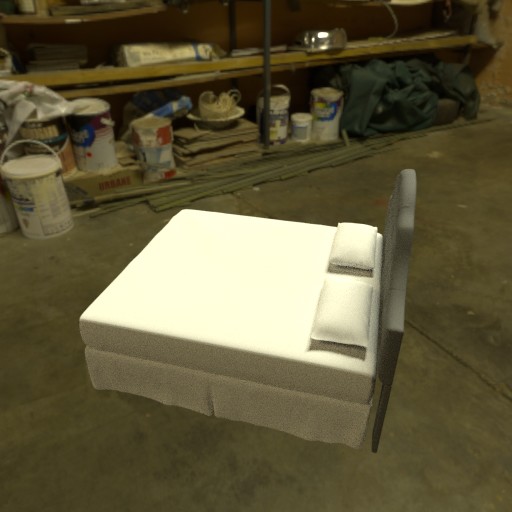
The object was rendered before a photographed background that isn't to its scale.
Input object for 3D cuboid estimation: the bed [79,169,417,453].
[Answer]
[{"bbox_3d":[0.000,0.000,3.616,2.214,1.615,2.008,8,32,13],"label":"bed"}]
